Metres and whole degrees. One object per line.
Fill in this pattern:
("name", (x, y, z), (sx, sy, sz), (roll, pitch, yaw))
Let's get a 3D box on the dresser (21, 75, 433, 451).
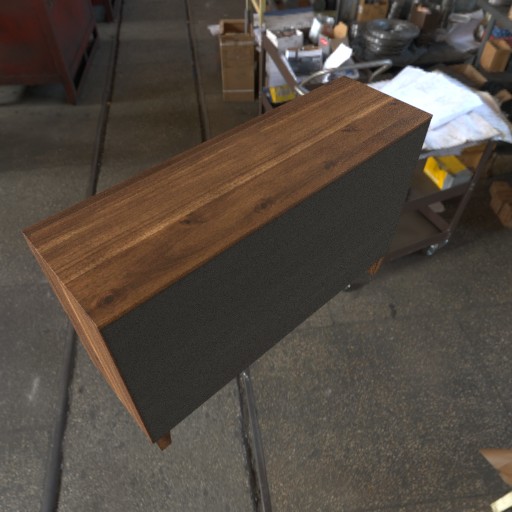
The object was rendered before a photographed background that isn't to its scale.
("dresser", (0.000, 0.000, 1.774), (1.387, 0.892, 0.438), (-34, 56, -27))
